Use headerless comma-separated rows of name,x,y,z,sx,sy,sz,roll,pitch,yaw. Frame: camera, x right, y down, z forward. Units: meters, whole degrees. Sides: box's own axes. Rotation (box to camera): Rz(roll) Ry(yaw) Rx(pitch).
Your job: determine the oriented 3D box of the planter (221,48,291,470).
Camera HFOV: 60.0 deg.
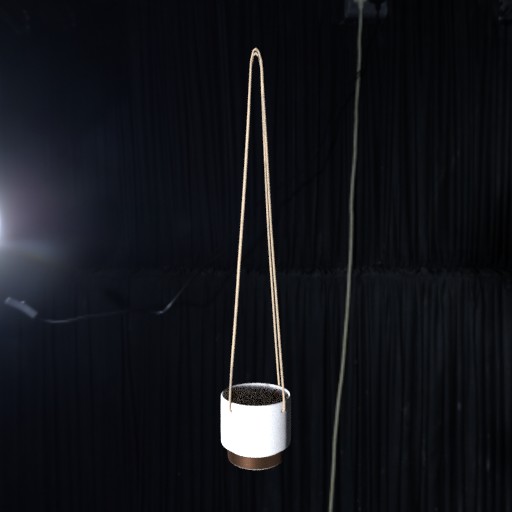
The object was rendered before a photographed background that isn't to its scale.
planter,0.000,0.000,0.919,0.146,0.841,0.146,0,2,-2
